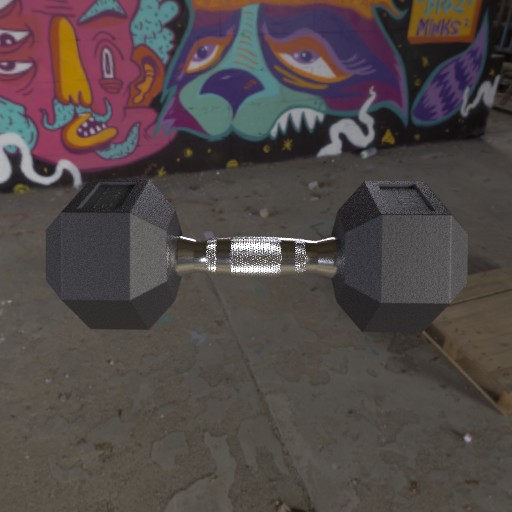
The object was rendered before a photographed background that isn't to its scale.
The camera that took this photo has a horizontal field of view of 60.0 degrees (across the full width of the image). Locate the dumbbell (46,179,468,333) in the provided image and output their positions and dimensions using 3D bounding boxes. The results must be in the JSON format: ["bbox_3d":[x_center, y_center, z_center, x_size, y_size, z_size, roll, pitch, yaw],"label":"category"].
[{"bbox_3d":[0.000,0.000,0.342,0.297,0.101,0.116,0,31,1],"label":"dumbbell"}]
